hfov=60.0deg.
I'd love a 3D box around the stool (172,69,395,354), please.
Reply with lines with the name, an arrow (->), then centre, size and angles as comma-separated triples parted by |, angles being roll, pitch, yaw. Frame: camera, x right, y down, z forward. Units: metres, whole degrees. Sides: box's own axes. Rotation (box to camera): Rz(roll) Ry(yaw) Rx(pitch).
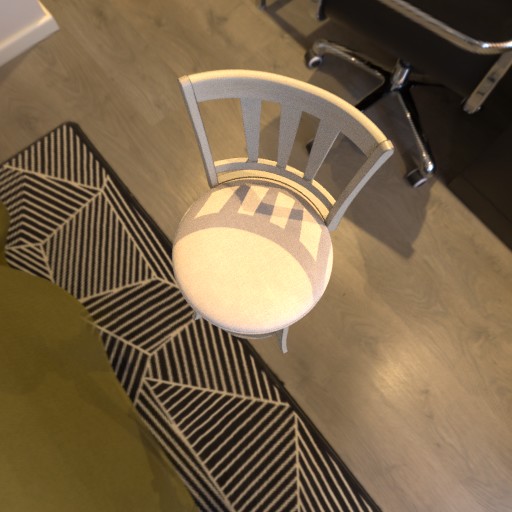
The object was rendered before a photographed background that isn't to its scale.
stool -> 0.000, 0.000, 1.291 | 0.436, 1.042, 0.475 | 20, 76, 5
